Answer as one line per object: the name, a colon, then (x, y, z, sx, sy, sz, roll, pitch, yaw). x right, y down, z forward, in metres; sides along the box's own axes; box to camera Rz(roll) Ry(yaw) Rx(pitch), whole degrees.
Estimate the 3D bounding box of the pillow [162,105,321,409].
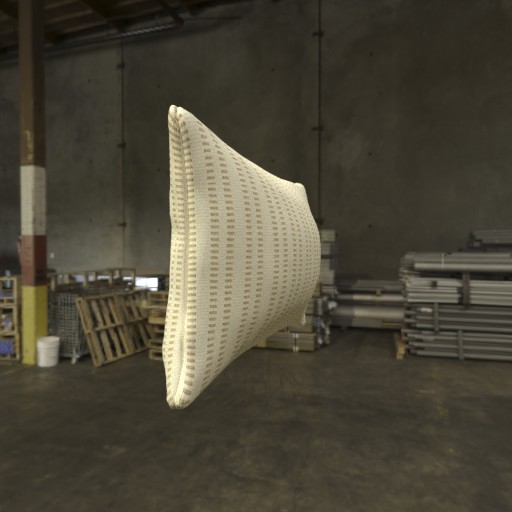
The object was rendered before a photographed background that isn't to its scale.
pillow: (0.000, 0.000, 0.807, 0.210, 0.353, 0.640, 0, 1, 19)
